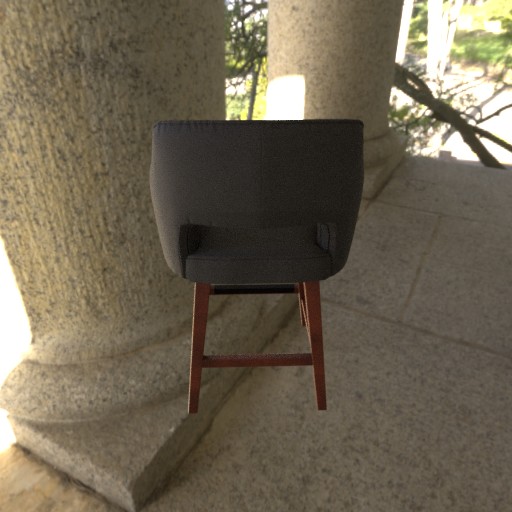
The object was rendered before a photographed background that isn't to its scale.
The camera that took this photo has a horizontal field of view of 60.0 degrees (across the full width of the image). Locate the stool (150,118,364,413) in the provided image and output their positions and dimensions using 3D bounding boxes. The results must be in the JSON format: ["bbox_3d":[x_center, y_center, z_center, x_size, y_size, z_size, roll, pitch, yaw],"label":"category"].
[{"bbox_3d":[0.000,0.000,1.307,0.548,0.912,0.558,-1,31,-1],"label":"stool"}]
